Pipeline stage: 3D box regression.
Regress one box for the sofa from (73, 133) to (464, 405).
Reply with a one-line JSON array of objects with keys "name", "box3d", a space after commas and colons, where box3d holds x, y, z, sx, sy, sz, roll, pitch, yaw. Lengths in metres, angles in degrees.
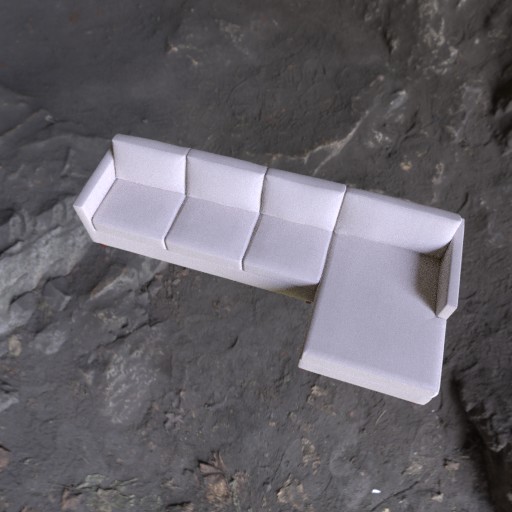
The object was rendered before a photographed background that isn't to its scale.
[{"name": "sofa", "box3d": [0.000, 0.000, 4.088, 3.471, 0.954, 1.599, 15, 60, 9]}]
